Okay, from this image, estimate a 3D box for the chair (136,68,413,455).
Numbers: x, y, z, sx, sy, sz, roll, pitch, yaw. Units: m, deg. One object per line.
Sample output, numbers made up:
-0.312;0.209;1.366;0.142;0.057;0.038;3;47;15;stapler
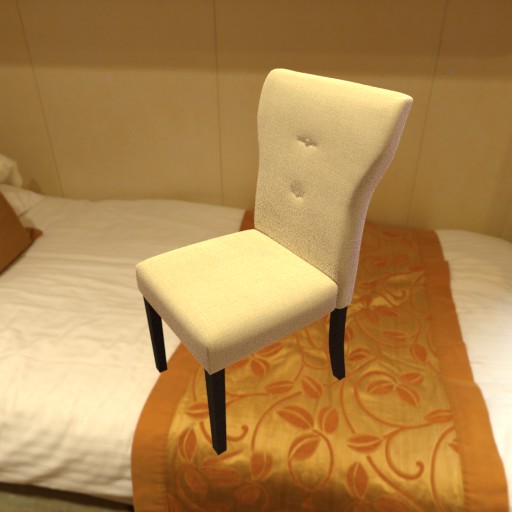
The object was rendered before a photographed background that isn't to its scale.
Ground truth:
0.000;0.000;1.292;0.597;0.921;0.509;-20;36;-30;chair
